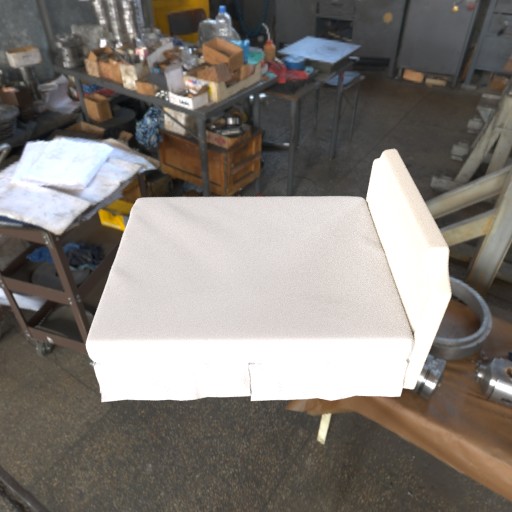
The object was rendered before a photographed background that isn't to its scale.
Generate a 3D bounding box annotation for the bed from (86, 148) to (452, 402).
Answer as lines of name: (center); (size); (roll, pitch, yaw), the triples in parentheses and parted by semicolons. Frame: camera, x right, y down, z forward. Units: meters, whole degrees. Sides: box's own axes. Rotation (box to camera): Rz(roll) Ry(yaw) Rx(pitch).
bed: (0.000, 0.000, 3.763); (2.498, 1.293, 1.977); (0, 41, 0)
